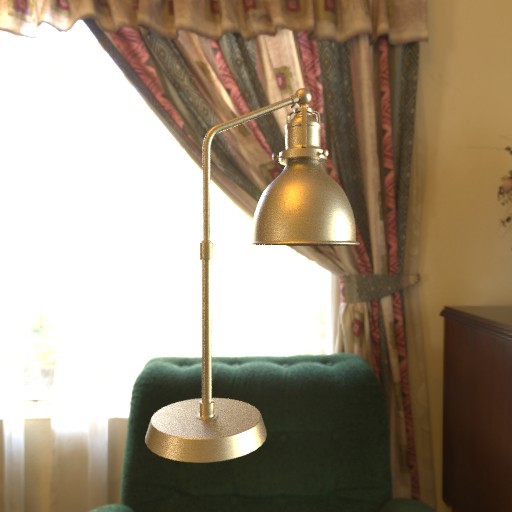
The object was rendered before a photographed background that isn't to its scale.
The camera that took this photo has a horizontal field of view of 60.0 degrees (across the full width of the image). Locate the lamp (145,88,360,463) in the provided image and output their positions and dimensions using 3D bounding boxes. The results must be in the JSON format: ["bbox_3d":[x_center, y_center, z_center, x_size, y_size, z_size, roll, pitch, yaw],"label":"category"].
[{"bbox_3d":[0.000,0.000,0.586,0.286,0.456,0.153,0,1,-19],"label":"lamp"}]
